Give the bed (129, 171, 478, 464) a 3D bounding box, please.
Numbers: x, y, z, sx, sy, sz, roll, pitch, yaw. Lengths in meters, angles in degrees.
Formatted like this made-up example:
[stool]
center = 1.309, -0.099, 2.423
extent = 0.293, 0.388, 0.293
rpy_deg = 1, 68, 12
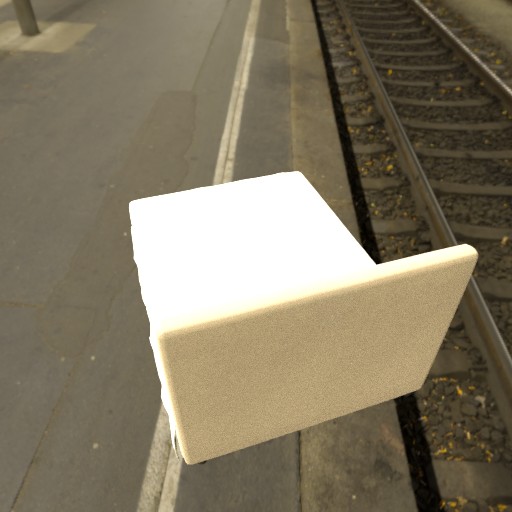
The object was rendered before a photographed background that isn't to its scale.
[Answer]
[bed]
center = 0.000, 0.000, 3.213
extent = 1.723, 1.330, 2.142
rpy_deg = -13, 43, -14
